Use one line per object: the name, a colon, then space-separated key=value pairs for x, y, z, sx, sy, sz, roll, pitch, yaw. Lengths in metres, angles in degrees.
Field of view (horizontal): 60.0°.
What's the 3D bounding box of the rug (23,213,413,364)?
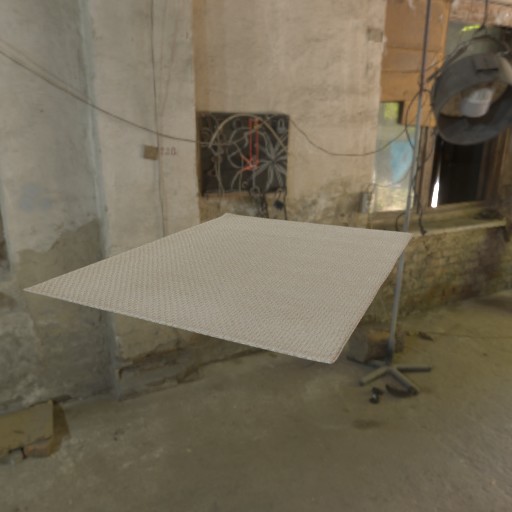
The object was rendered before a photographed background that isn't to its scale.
rug: x=0.000 y=0.000 z=3.906 sx=2.277 sy=0.035 sz=2.897 roll=8 pitch=19 yaw=25
